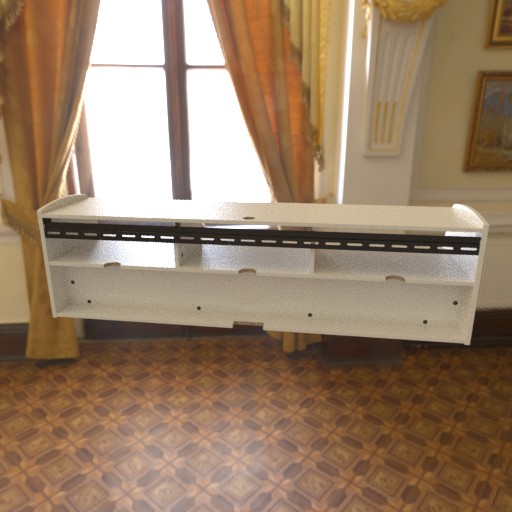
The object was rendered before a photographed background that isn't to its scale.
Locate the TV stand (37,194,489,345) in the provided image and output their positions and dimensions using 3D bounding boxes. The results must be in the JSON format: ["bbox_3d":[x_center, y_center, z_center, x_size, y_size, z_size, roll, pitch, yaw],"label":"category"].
[{"bbox_3d":[0.000,0.000,1.676,1.473,0.424,0.397,2,18,8],"label":"TV stand"}]
